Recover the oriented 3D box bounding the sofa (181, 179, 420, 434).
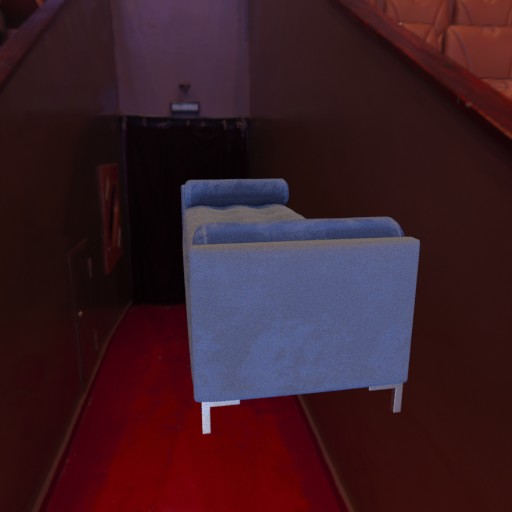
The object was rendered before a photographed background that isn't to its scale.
[{"bbox_3d":[0.000,0.000,2.475,0.796,0.705,2.102,-3,15,-10],"label":"sofa"}]
